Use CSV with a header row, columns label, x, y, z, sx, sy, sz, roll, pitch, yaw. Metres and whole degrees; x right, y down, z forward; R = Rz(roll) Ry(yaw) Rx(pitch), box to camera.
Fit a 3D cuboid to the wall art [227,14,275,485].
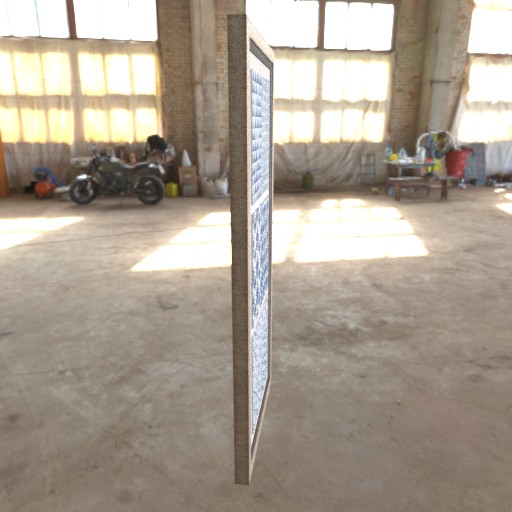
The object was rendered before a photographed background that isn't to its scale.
label,x,y,z,sx,sy,sz,roll,pitch,yaw
wall art,0.000,0.000,1.630,0.051,1.461,0.648,2,17,8
